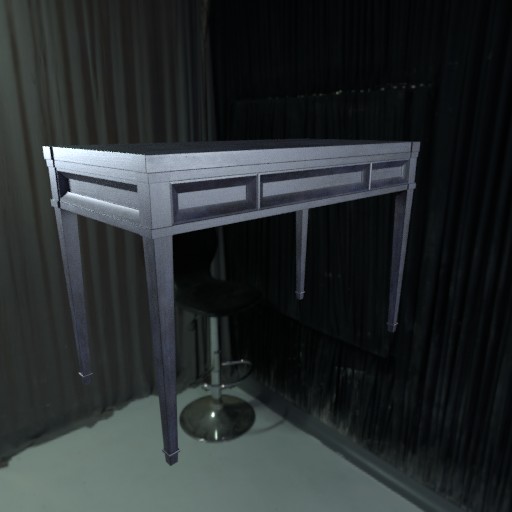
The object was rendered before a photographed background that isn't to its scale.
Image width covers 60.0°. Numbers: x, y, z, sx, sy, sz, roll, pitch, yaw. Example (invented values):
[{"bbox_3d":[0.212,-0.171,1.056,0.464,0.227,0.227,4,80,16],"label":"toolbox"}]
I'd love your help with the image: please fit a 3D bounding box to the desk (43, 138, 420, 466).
[{"bbox_3d":[0.000,0.000,1.750,1.289,0.861,0.630,-15,22,-42],"label":"desk"}]
